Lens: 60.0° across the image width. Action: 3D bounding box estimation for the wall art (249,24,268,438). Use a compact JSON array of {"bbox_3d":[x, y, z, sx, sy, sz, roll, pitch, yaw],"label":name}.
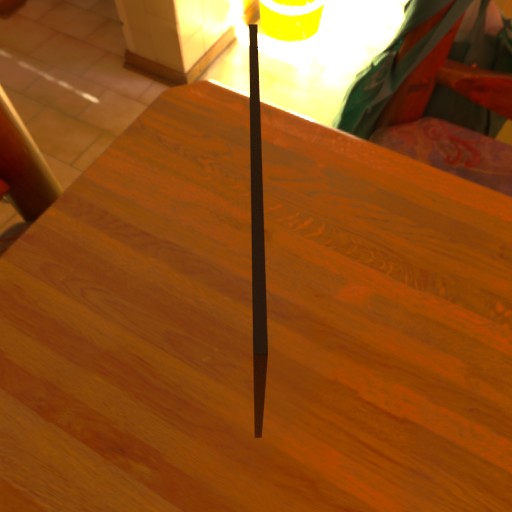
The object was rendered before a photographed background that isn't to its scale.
[{"bbox_3d":[0.000,0.000,0.680,0.012,0.458,0.457,-1,60,0],"label":"wall art"}]
